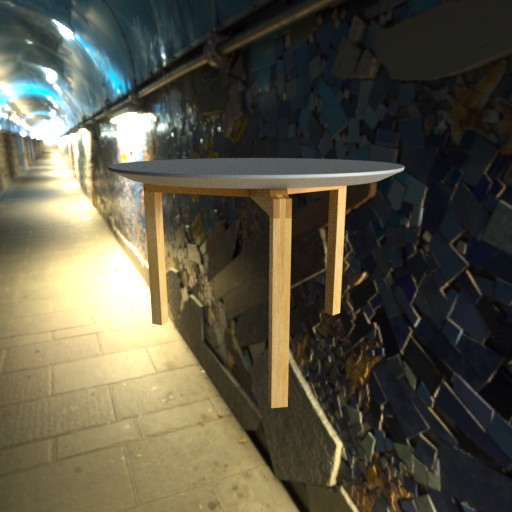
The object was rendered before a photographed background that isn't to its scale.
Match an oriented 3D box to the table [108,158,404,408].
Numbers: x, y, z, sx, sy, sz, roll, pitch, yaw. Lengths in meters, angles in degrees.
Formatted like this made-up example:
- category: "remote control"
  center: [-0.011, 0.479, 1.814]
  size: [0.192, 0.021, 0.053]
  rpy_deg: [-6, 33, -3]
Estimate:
- category: "table"
  center: [0.000, 0.000, 0.994]
  size: [0.600, 0.405, 0.600]
  rpy_deg: [0, 15, 0]
